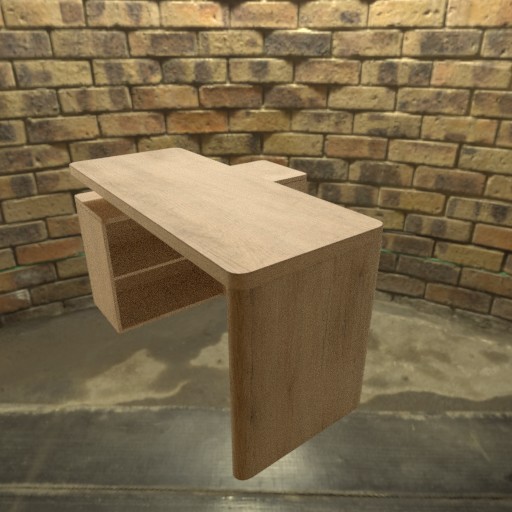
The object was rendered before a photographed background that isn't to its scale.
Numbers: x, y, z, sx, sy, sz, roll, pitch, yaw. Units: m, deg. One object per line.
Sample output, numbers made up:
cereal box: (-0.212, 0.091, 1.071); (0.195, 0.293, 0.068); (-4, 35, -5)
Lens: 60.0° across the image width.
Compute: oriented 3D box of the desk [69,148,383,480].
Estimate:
desk: (0.000, 0.000, 2.066); (1.175, 0.770, 1.400); (-18, 31, -33)
